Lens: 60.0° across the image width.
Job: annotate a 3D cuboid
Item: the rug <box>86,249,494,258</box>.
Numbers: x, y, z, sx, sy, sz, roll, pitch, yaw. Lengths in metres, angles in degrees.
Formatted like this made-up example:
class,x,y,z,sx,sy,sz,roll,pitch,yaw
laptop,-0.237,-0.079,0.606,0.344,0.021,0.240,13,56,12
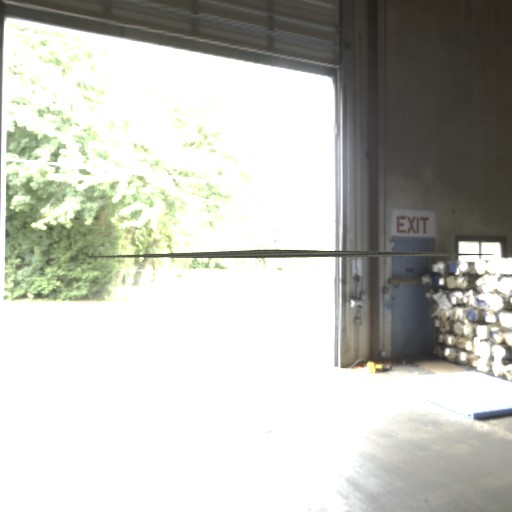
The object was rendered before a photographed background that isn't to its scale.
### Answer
class,x,y,z,sx,sy,sz,roll,pitch,yaw
rug,0.000,0.000,2.318,1.234,0.006,1.854,1,-1,-36
